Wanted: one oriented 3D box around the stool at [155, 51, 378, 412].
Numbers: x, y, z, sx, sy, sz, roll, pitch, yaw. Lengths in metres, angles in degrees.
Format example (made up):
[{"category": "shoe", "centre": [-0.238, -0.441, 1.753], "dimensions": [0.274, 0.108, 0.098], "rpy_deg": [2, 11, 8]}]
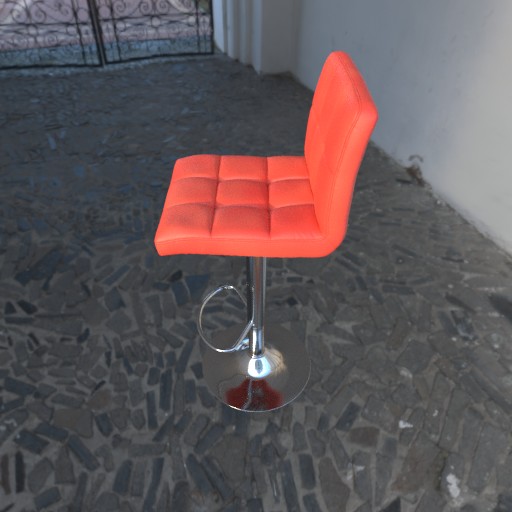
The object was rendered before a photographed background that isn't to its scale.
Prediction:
[{"category": "stool", "centre": [0.000, 0.000, 1.384], "dimensions": [0.505, 1.115, 0.430], "rpy_deg": [0, 41, 0]}]
